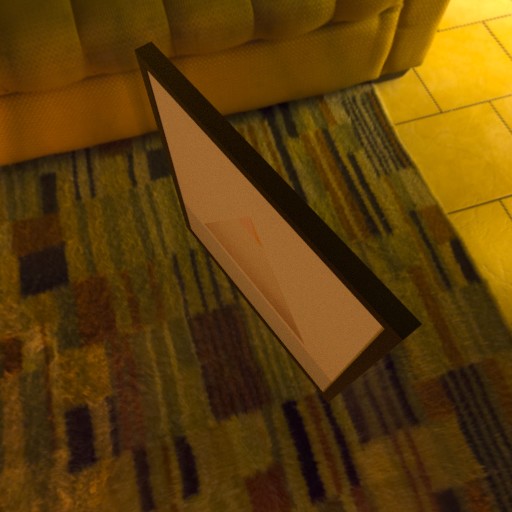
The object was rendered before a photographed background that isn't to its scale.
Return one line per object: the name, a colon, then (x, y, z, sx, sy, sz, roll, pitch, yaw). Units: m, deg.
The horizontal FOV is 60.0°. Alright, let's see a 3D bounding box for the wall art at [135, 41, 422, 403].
wall art: (0.000, 0.000, 0.760, 0.028, 0.511, 0.513, -35, 70, -15)
